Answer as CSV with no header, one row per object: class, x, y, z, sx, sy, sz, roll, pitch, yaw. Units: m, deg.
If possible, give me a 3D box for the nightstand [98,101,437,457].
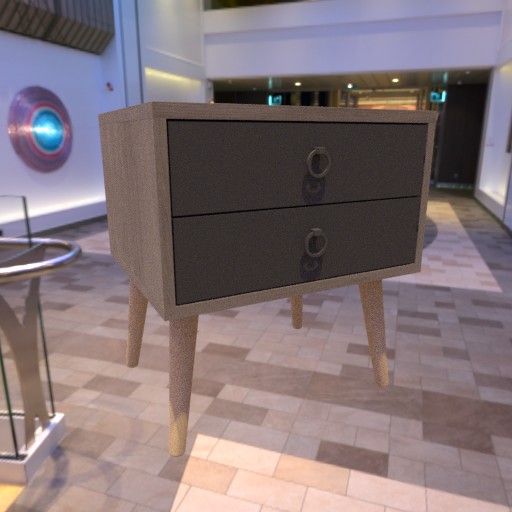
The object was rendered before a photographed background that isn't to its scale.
nightstand,0.000,0.000,0.812,0.450,0.500,0.380,-8,17,-27
